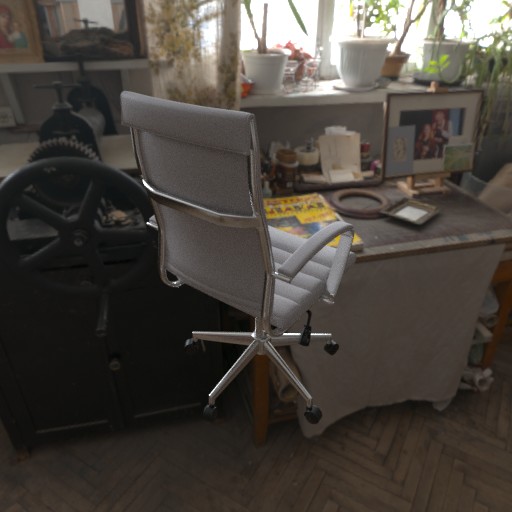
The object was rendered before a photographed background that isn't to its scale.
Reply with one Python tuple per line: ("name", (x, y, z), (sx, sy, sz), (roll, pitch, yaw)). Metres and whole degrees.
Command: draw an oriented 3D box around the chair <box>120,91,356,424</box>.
("chair", (0.000, 0.000, 1.562), (0.679, 1.149, 0.667), (21, 37, 31))
